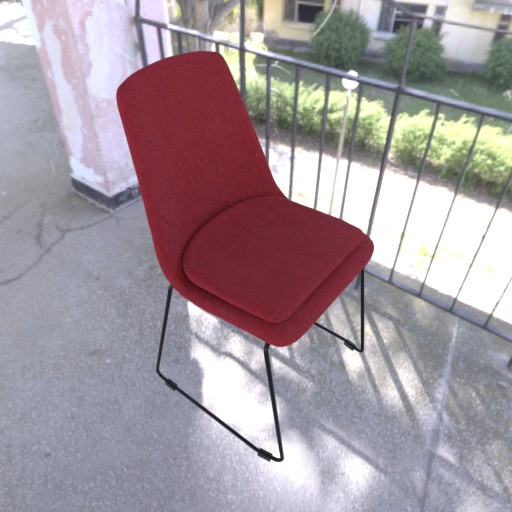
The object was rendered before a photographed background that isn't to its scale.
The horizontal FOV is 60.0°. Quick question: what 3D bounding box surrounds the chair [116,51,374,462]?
[{"bbox_3d":[0.000,0.000,1.116,0.518,0.858,0.479,27,48,28],"label":"chair"}]
